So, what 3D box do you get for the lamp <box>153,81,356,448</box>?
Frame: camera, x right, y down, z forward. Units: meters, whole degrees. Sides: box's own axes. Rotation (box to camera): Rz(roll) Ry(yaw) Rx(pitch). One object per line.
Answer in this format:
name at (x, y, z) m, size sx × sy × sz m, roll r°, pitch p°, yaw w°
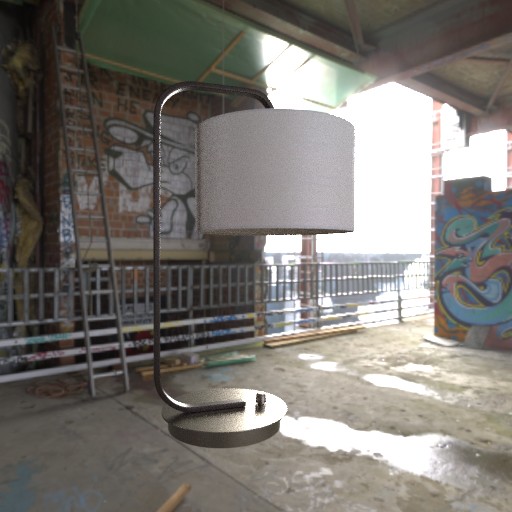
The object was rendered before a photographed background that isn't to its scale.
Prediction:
lamp at (0.000, 0.000, 0.638) m, size 0.288 × 0.473 × 0.230 m, roll 0°, pitch 0°, yaw -19°
